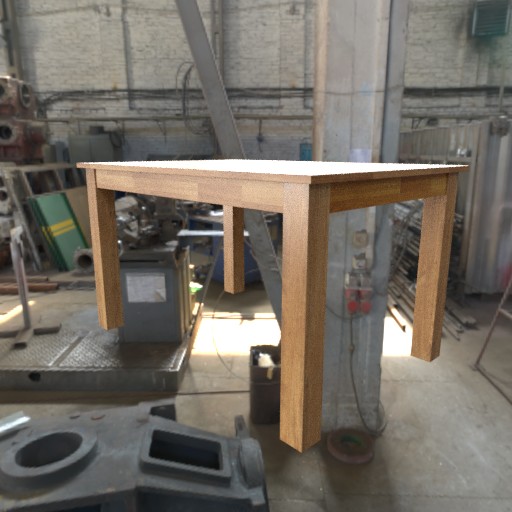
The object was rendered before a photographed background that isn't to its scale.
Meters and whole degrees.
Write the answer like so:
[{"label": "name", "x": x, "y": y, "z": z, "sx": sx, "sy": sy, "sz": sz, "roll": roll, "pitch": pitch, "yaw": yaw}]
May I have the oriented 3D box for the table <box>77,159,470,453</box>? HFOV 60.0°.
[{"label": "table", "x": 0.000, "y": 0.000, "z": 1.847, "sx": 0.900, "sy": 0.750, "sz": 1.300, "roll": -13, "pitch": 18, "yaw": -42}]
